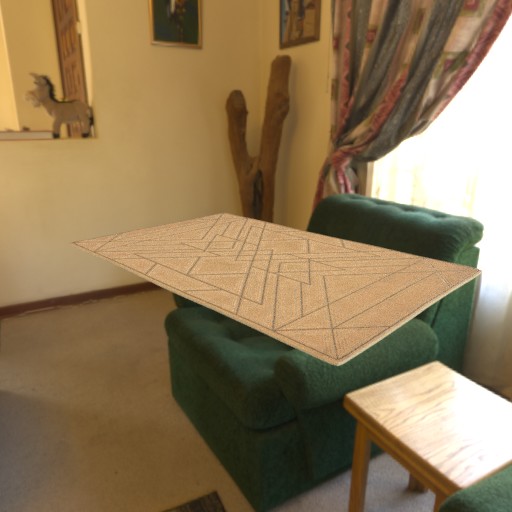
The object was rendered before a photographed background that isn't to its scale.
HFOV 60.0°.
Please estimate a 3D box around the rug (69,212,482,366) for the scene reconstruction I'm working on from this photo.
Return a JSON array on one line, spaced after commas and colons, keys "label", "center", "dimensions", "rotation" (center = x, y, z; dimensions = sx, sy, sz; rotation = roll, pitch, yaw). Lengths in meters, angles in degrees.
[{"label": "rug", "center": [0.000, 0.000, 3.069], "dimensions": [2.459, 0.023, 1.575], "rotation": [17, 24, 42]}]
